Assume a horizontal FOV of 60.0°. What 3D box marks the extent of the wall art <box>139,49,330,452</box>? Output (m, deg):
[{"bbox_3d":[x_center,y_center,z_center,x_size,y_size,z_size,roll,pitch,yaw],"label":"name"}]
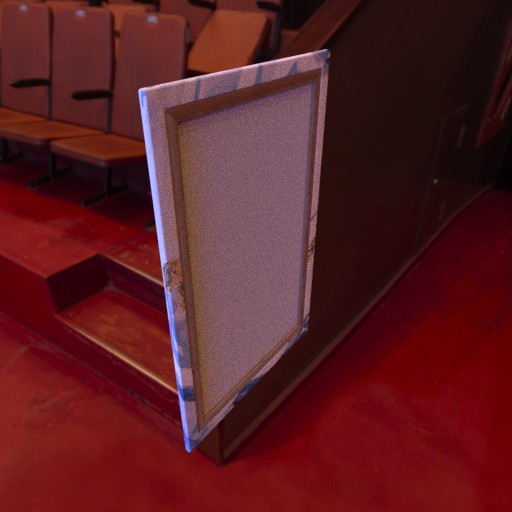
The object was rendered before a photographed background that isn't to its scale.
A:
[{"bbox_3d":[0.000,0.000,1.141,0.016,0.914,0.610,21,37,30],"label":"wall art"}]
